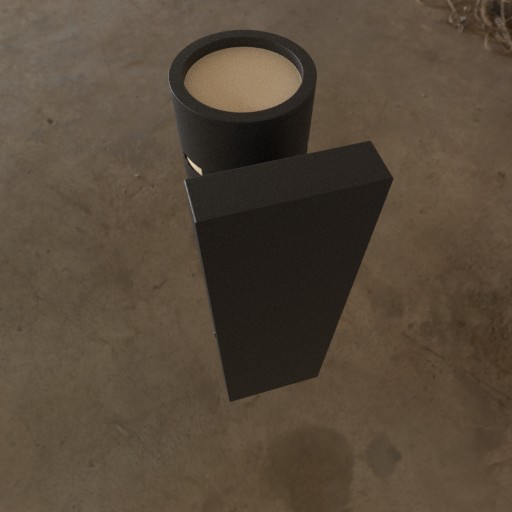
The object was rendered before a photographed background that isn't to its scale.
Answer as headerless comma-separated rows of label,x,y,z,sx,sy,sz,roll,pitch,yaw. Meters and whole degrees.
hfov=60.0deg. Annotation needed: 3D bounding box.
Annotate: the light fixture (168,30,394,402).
light fixture,0.000,0.000,0.395,0.105,0.330,0.149,-14,59,-8
